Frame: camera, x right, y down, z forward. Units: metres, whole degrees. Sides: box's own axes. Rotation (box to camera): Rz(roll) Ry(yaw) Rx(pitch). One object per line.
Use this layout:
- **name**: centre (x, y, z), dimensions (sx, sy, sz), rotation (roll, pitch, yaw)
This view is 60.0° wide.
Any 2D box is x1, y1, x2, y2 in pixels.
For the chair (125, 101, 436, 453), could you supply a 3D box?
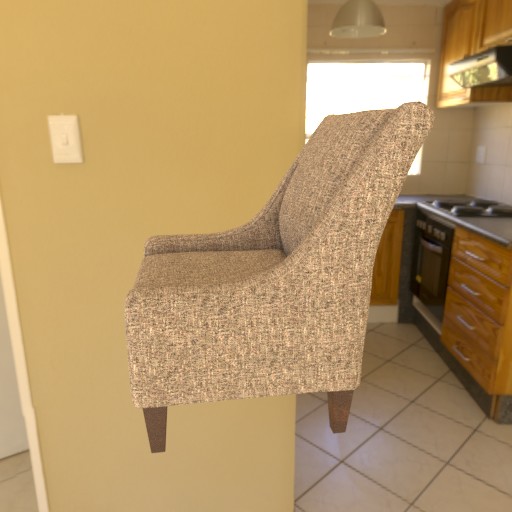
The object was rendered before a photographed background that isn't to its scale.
- **chair**: centre (0.000, 0.000, 1.595), dimensions (0.870, 1.014, 0.774), rotation (-2, 15, -9)
